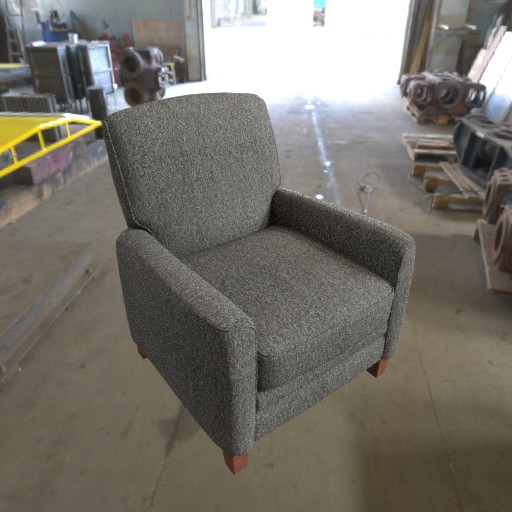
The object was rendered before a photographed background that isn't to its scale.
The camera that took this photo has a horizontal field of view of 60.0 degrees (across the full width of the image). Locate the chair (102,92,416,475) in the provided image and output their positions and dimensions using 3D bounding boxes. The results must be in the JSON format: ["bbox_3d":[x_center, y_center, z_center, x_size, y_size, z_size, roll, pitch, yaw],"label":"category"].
[{"bbox_3d":[0.000,0.000,1.612,0.848,1.014,0.864,-21,36,-32],"label":"chair"}]
